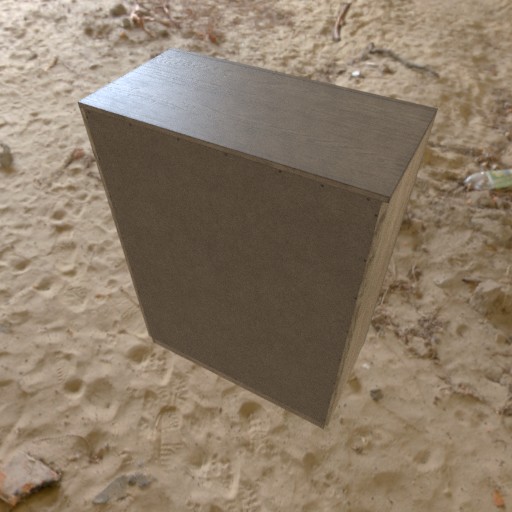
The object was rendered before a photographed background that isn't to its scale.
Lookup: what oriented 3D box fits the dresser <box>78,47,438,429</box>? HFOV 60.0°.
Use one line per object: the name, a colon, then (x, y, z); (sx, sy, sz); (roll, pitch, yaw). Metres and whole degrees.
dresser: (0.000, 0.000, 1.789); (0.967, 1.295, 0.483); (21, 50, 20)
